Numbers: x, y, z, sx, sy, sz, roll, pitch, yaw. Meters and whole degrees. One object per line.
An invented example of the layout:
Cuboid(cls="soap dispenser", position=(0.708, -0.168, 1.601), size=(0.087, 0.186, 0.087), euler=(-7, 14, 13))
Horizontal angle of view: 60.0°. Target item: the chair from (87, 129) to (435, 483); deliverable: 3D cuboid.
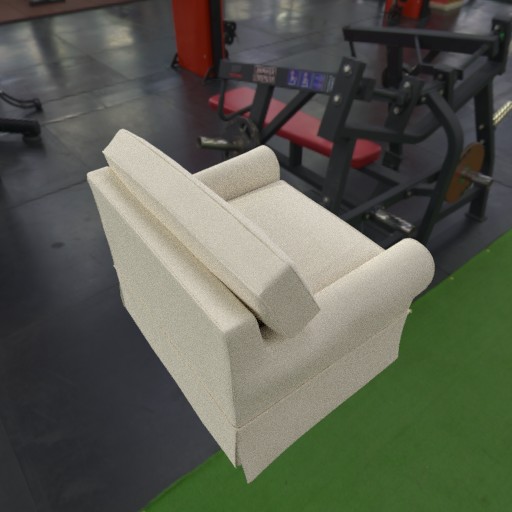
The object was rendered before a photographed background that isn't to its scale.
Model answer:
Cuboid(cls="chair", position=(0.000, 0.000, 1.802), size=(0.904, 0.958, 1.099), euler=(-26, 48, -26))
